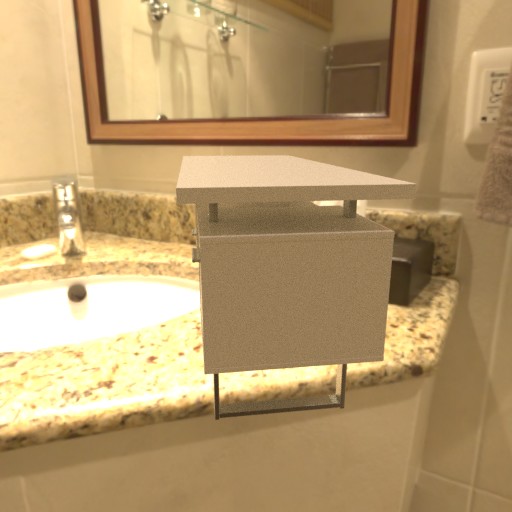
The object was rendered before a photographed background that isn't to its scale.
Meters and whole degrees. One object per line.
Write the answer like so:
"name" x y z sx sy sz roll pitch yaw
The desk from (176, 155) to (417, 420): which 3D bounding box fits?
"desk" 0.000 0.000 1.913 0.603 0.773 1.530 -2 16 -8
